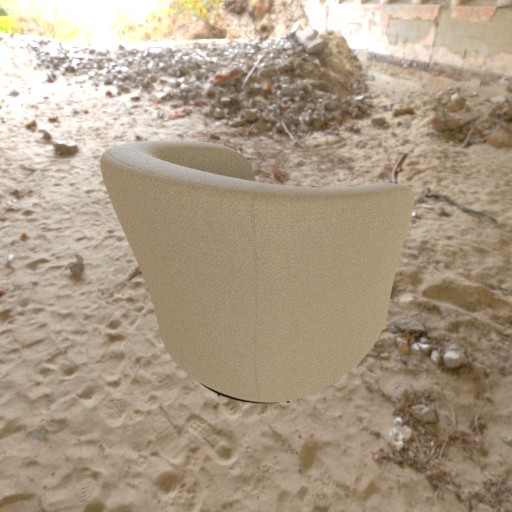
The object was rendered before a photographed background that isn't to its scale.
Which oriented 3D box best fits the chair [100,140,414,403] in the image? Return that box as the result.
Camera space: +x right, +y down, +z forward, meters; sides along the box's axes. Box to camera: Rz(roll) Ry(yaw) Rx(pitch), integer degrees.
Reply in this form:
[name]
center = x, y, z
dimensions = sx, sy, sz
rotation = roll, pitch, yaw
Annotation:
[chair]
center = 0.000, 0.000, 1.418
dimensions = 0.791, 0.771, 0.815
rotation = 20, 36, 31
